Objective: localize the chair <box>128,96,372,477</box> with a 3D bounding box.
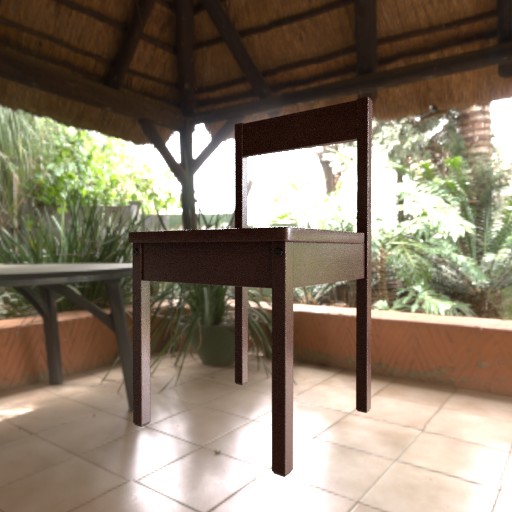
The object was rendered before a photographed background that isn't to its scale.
[{"bbox_3d":[0.000,0.000,0.909,0.367,0.668,0.361,1,1,36],"label":"chair"}]
